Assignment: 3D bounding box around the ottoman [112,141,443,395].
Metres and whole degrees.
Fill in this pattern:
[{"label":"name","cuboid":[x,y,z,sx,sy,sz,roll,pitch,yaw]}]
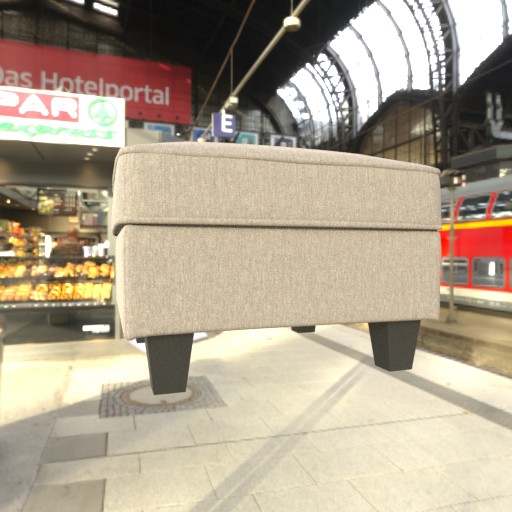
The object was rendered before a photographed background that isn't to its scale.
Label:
[{"label":"ottoman","cuboid":[0.000,0.000,1.407,0.871,0.612,0.808,0,0,-18]}]
